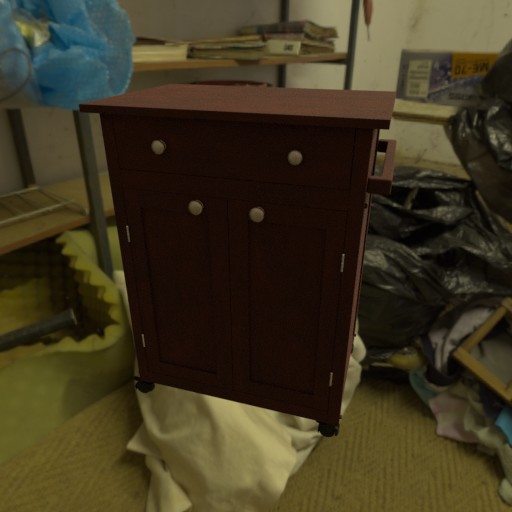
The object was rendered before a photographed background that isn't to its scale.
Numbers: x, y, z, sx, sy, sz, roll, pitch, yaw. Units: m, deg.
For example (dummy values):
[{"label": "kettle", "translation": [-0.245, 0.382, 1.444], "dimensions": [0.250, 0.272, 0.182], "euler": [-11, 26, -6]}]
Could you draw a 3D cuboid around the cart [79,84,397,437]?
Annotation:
[{"label": "cart", "translation": [0.000, 0.000, 1.271], "dimensions": [0.683, 0.864, 0.442], "euler": [8, 28, 15]}]
